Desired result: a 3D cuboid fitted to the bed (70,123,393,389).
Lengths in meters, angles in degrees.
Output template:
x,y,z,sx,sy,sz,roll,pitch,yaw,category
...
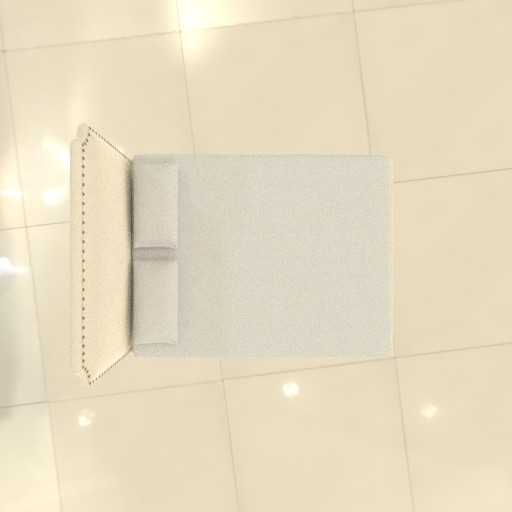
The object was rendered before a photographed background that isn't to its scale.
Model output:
x,y,z,sx,sy,sz,roll,pitch,yaw,category
0.000,0.000,3.482,2.372,1.497,1.712,0,90,-1,bed
